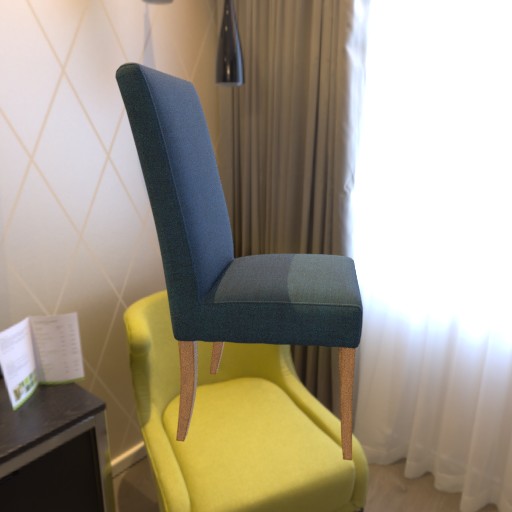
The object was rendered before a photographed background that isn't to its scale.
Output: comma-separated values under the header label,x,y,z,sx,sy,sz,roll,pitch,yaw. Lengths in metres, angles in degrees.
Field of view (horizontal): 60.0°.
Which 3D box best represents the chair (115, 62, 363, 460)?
label,x,y,z,sx,sy,sz,roll,pitch,yaw
chair,0.000,0.000,1.324,0.610,1.029,0.450,3,16,9
